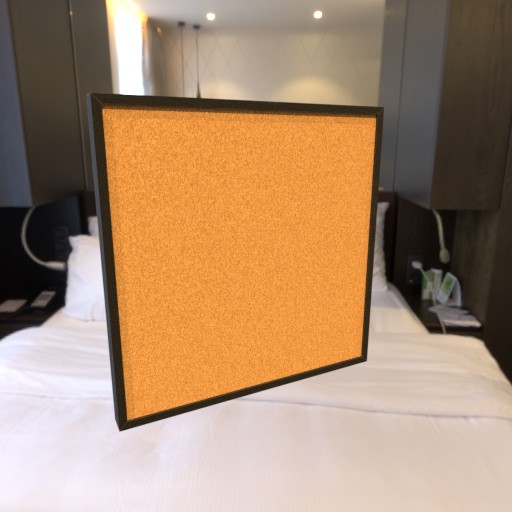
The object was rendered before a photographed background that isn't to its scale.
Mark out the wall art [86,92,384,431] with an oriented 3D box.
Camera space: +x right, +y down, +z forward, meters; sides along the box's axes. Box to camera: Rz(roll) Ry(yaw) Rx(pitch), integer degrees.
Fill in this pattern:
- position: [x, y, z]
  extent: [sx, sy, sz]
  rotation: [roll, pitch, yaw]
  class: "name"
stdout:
- position: [0.000, 0.000, 0.767]
  extent: [0.506, 0.506, 0.036]
  rotation: [-7, 16, -27]
  class: "wall art"
